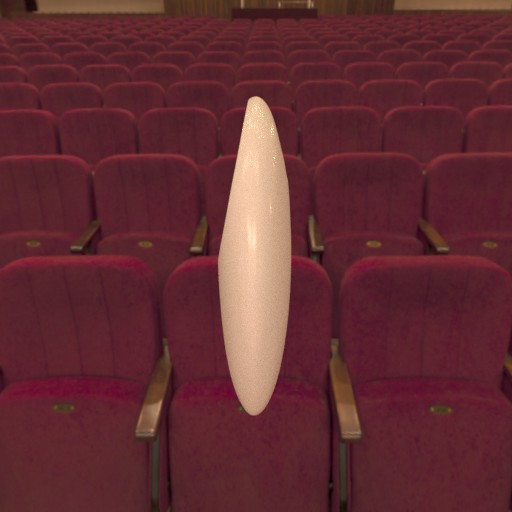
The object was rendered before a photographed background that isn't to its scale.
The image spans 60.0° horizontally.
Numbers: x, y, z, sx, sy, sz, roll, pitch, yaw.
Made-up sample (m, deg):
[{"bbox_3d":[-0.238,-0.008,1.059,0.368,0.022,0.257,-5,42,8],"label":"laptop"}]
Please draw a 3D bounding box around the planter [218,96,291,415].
[{"bbox_3d":[0.000,0.000,0.278,0.043,0.188,0.185,1,28,1],"label":"planter"}]
